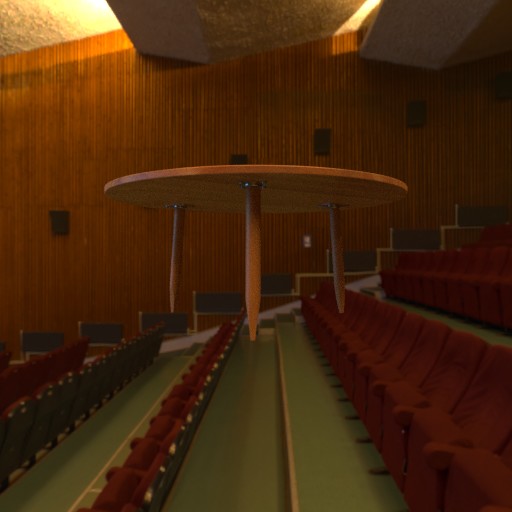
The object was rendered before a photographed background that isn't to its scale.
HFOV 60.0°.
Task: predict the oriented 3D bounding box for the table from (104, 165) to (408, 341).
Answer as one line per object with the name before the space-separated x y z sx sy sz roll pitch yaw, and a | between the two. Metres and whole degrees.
table | 0.000 0.000 1.392 0.900 0.400 0.900 0 0 0
